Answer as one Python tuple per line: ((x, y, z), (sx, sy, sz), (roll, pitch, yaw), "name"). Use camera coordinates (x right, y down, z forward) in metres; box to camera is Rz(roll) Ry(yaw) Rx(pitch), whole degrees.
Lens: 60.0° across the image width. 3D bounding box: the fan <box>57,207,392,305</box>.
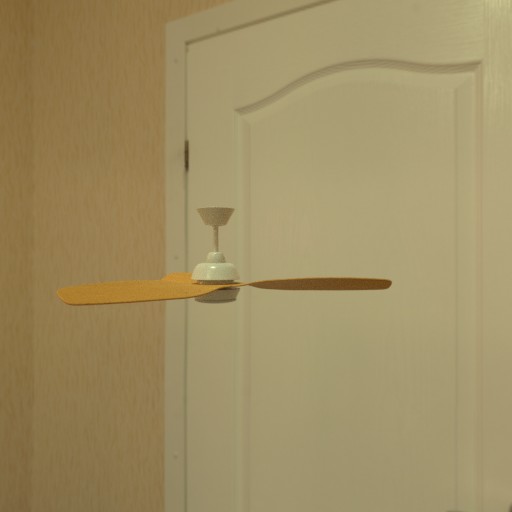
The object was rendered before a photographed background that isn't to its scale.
((0.000, 0.000, 1.678), (1.010, 0.355, 1.142), (0, 0, 0), "fan")
